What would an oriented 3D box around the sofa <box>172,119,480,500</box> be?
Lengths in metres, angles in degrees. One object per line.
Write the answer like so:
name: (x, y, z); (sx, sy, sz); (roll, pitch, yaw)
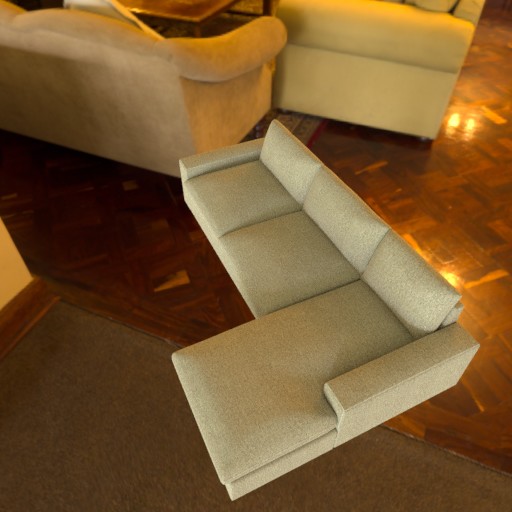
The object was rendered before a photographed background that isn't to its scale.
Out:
sofa: (0.000, 0.000, 3.330); (1.689, 0.813, 2.718); (-19, 48, -18)
